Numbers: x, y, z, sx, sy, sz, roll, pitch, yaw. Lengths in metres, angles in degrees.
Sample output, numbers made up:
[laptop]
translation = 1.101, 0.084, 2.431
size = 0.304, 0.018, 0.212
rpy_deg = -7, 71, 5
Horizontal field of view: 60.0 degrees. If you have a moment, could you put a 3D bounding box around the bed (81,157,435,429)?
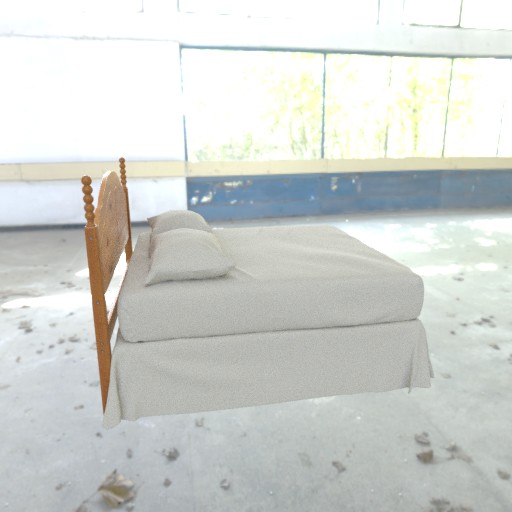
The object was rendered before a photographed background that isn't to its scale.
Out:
[bed]
translation = 0.000, 0.000, 3.264
size = 2.040, 1.356, 1.873
rpy_deg = -3, 16, -10
